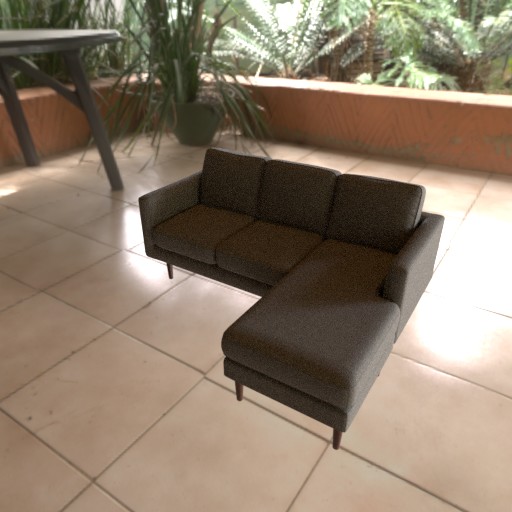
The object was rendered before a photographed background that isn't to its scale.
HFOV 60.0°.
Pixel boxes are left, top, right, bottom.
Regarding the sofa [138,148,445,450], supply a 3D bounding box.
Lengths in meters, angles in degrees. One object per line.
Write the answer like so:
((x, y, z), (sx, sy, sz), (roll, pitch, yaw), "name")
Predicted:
((0.000, 0.000, 3.023), (2.055, 0.957, 1.667), (17, 33, 28), "sofa")
